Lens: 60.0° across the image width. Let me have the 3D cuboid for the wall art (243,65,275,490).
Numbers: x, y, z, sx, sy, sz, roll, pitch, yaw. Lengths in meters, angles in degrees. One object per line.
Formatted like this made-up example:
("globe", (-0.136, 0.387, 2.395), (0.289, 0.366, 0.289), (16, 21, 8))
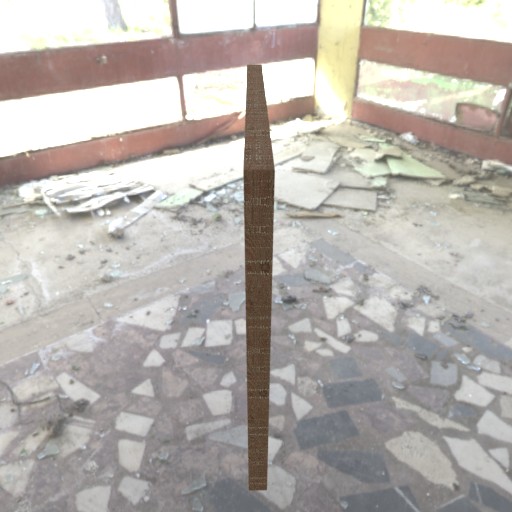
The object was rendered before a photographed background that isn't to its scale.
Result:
("wall art", (0.000, 0.000, 0.772), (0.029, 0.531, 0.531), (0, 33, -1))
